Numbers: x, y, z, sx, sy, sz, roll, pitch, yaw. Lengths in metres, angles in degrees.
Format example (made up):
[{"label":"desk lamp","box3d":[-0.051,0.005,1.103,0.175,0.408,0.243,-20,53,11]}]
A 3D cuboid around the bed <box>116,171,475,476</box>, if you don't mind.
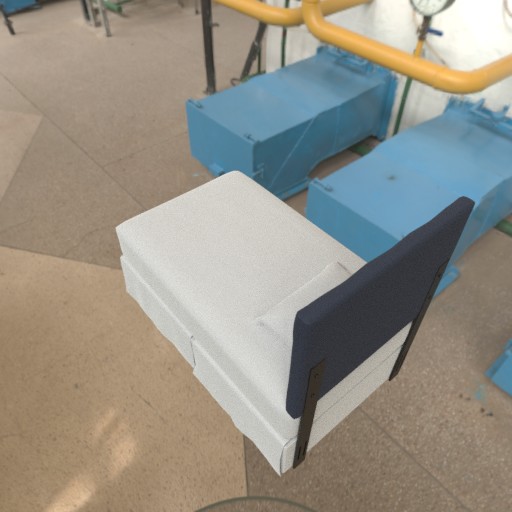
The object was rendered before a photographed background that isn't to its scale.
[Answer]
[{"label":"bed","box3d":[0.000,0.000,2.959,1.261,1.571,1.997,-31,53,-26]}]
